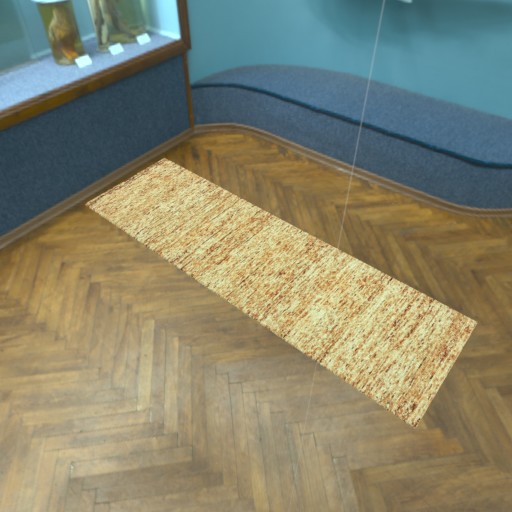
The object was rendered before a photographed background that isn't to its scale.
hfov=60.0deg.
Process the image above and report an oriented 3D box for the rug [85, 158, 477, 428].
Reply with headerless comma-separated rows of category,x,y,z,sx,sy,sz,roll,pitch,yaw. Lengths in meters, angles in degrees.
rug,0.000,0.000,2.472,2.237,0.014,0.680,31,53,26
